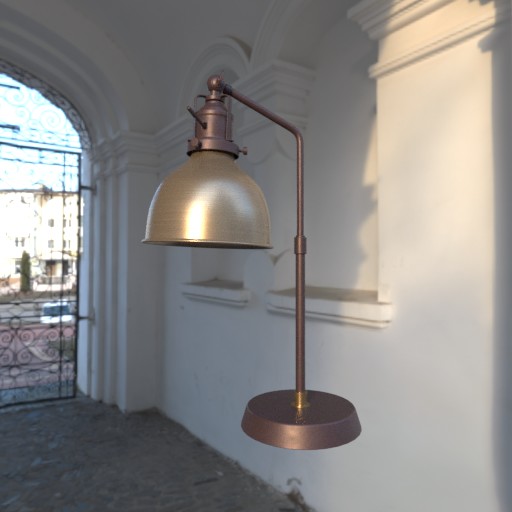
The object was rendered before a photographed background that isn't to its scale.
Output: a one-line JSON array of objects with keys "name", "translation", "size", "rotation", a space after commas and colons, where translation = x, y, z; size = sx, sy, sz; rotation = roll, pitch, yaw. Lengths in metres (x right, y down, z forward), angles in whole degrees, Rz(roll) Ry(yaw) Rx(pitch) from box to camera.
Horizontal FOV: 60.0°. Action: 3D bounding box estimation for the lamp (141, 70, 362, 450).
[{"name": "lamp", "translation": [0.000, 0.000, 0.594], "size": [0.298, 0.469, 0.175], "rotation": [0, 0, -17]}]
